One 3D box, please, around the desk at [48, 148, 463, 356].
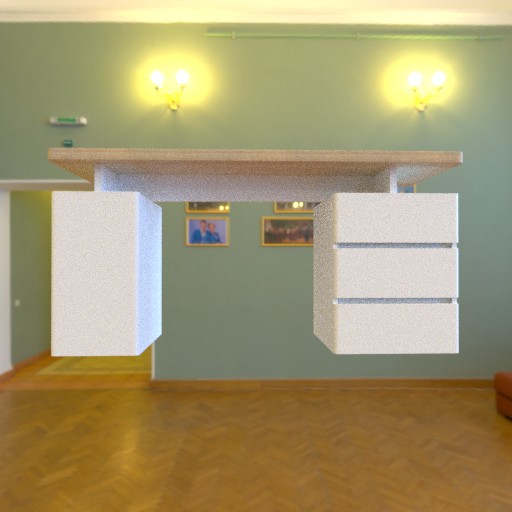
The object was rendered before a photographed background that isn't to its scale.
[{"bbox_3d":[0.000,0.000,1.853,1.500,0.755,0.550,0,0,-2],"label":"desk"}]
